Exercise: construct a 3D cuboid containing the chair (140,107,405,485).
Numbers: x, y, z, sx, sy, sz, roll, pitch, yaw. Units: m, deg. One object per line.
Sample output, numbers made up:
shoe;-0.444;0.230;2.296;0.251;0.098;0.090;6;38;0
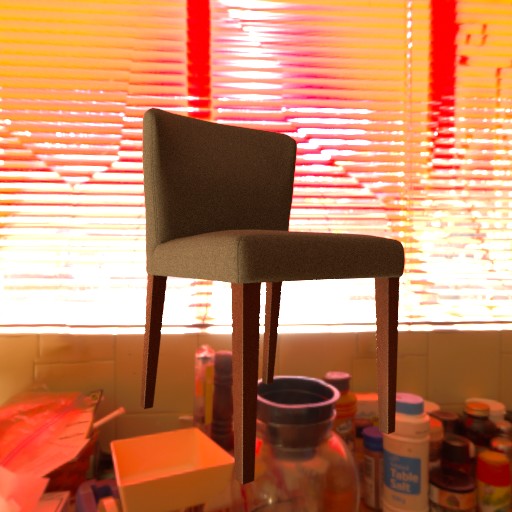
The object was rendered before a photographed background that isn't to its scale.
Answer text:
chair;0.000;0.000;1.156;0.491;0.839;0.592;0;0;-35
